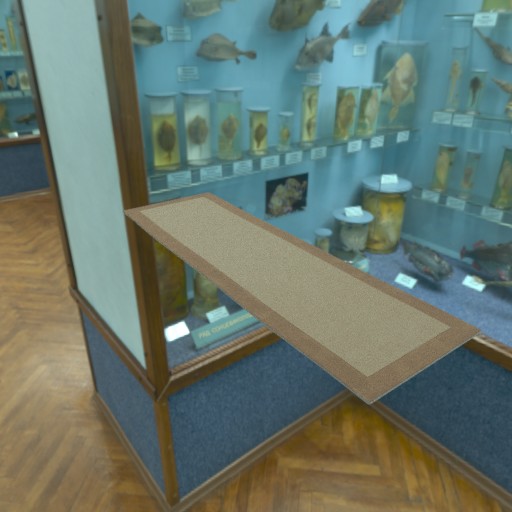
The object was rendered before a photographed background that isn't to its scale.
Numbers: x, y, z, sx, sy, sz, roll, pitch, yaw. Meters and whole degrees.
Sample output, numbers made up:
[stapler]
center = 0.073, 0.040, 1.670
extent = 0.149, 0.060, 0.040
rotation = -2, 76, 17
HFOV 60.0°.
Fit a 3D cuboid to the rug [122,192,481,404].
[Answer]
[rug]
center = 0.000, 0.000, 2.680
extent = 0.767, 0.012, 2.430
rotation = -18, 32, -32
